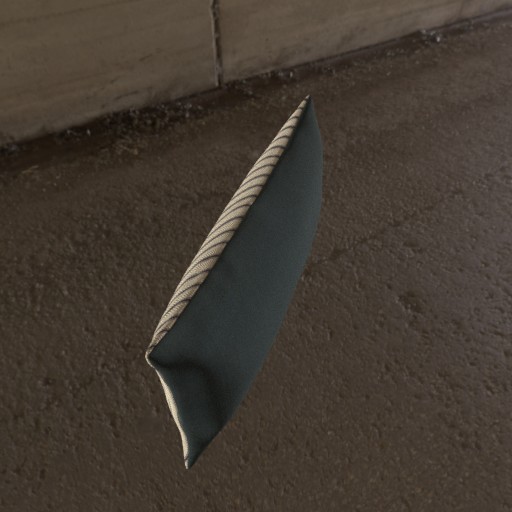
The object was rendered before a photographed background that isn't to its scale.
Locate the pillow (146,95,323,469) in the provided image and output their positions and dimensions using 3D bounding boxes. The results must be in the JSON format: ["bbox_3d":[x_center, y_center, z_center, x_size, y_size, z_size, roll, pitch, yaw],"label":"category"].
[{"bbox_3d":[0.000,0.000,0.736,0.151,0.305,0.609,15,48,14],"label":"pillow"}]
